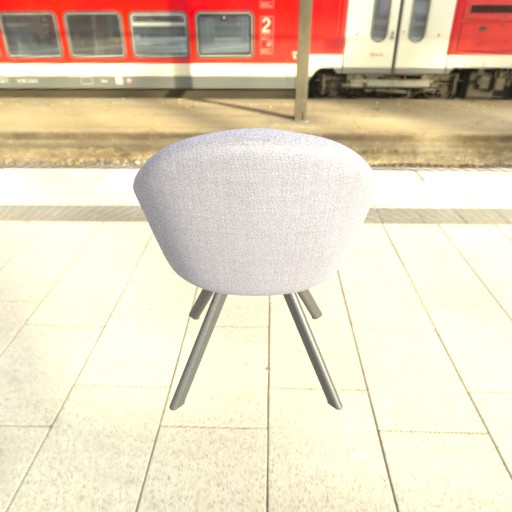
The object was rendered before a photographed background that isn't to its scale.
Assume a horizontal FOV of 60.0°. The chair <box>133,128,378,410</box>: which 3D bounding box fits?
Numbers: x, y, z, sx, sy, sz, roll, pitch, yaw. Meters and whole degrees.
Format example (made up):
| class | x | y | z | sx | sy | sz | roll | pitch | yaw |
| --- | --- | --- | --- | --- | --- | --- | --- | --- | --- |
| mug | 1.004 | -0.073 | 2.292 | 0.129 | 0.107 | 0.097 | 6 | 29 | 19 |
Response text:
| class | x | y | z | sx | sy | sz | roll | pitch | yaw |
| --- | --- | --- | --- | --- | --- | --- | --- | --- | --- |
| chair | 0.000 | 0.000 | 1.214 | 0.590 | 0.795 | 0.550 | 0 | 30 | 0 |
